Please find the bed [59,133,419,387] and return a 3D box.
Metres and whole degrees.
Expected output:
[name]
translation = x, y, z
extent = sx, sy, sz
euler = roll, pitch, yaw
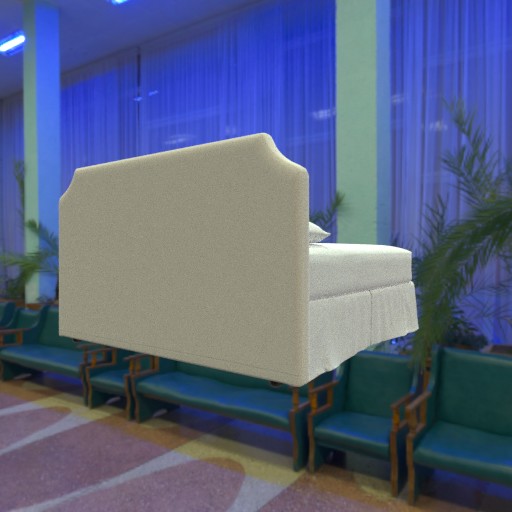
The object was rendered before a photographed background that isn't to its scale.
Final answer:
[bed]
translation = 0.000, 0.000, 3.621
extent = 2.160, 1.301, 2.204
euler = 1, 1, 37
